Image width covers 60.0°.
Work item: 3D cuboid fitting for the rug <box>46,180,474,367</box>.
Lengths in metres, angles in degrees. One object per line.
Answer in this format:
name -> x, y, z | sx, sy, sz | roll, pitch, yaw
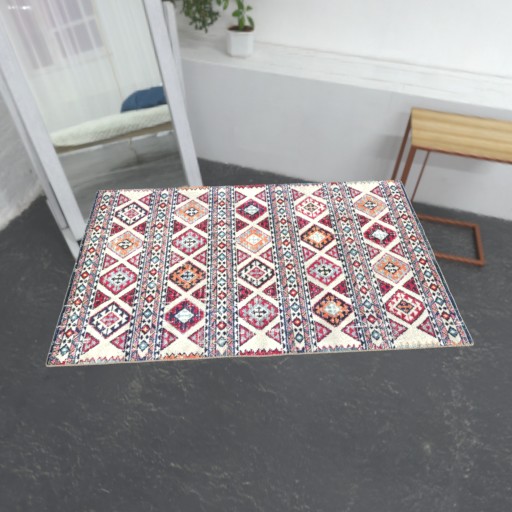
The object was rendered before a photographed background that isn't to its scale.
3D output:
rug -> 0.000, 0.000, 3.025 | 2.440, 0.010, 1.545 | -2, 47, -2
